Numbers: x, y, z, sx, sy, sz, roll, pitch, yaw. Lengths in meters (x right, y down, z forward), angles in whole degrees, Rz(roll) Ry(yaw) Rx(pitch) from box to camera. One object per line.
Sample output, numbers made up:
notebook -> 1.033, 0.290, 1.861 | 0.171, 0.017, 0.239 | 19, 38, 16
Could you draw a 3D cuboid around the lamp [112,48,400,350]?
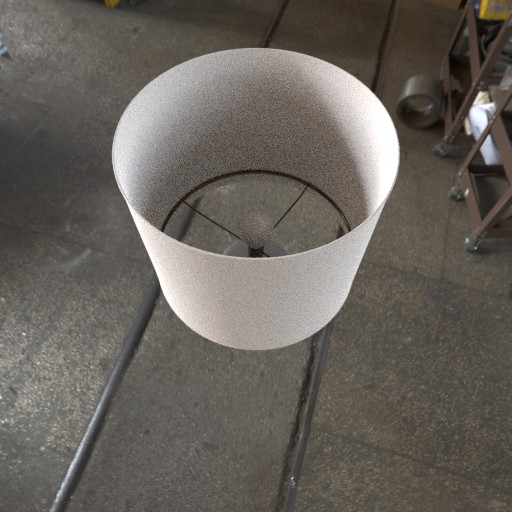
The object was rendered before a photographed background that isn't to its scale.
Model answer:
lamp -> 0.000, 0.000, 0.521 | 0.229, 0.380, 0.229 | 0, 60, 0
